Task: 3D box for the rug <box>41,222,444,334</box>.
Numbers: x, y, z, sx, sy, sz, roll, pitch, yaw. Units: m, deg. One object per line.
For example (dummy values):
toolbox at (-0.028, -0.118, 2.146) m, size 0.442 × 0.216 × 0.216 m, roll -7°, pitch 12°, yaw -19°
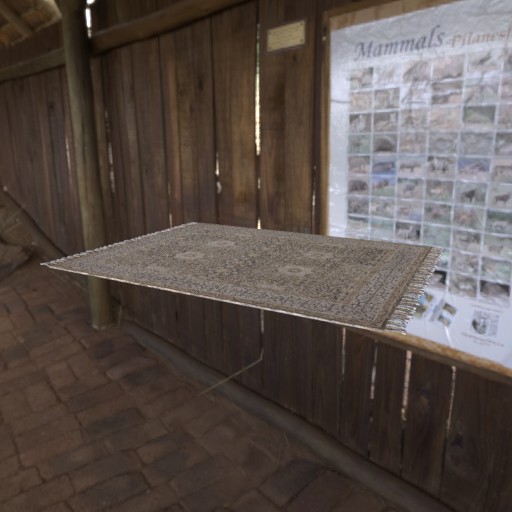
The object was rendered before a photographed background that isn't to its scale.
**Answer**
rug at (0.000, 0.000, 4.419) m, size 3.291 × 0.017 × 2.431 m, roll 8°, pitch 17°, yaw 27°
